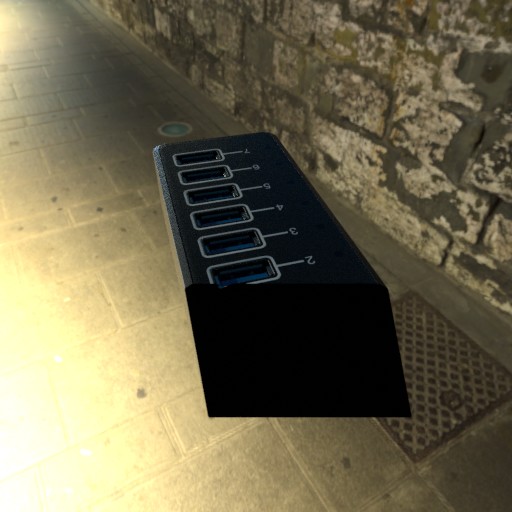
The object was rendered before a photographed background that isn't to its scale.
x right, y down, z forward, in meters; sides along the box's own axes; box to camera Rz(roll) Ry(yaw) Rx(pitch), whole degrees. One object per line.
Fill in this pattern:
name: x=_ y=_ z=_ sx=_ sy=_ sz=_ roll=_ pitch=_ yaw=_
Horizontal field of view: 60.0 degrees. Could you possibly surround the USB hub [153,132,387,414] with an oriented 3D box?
USB hub: x=0.000 y=0.000 z=0.125 sx=0.044 sy=0.023 sz=0.110 roll=-10 pitch=41 yaw=-12
